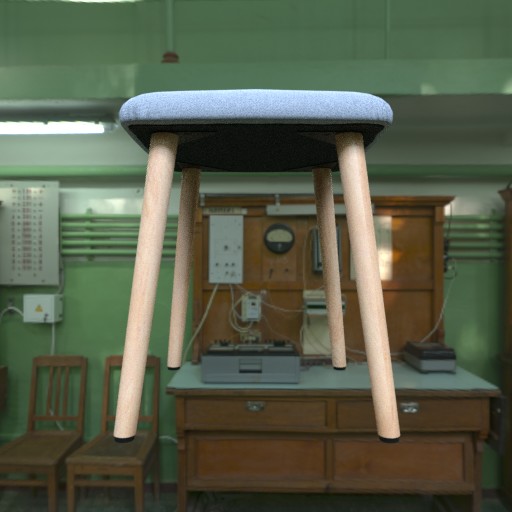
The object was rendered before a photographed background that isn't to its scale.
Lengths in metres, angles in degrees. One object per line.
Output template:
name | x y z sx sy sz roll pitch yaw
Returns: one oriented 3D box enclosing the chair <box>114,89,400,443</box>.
chair | 0.000 0.000 0.691 0.350 0.440 0.350 0 1 0
